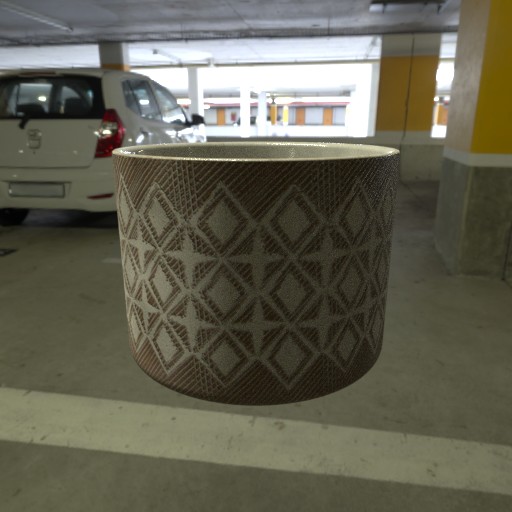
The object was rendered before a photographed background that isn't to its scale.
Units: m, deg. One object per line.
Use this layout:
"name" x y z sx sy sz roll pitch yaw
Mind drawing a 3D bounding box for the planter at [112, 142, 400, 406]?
"planter" 0.000 0.000 0.219 0.126 0.104 0.126 0 17 0
